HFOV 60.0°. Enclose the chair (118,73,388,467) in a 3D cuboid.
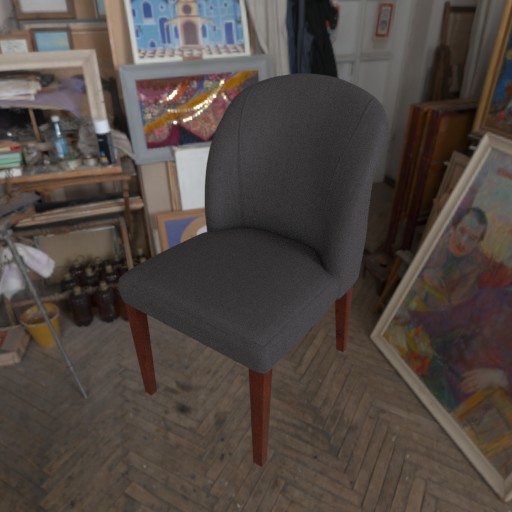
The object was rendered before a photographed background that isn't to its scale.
[{"bbox_3d":[0.000,0.000,1.253,0.506,0.879,0.619,20,37,29],"label":"chair"}]
